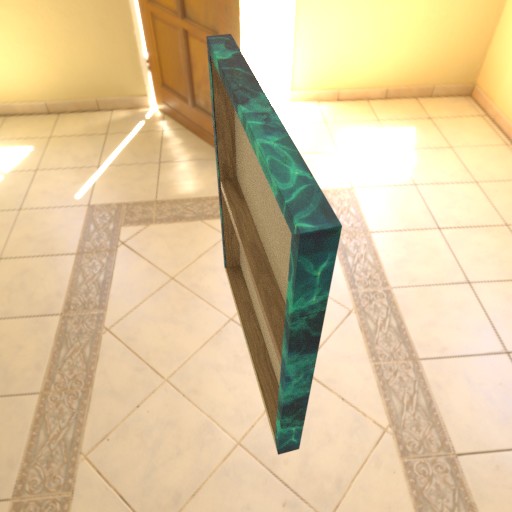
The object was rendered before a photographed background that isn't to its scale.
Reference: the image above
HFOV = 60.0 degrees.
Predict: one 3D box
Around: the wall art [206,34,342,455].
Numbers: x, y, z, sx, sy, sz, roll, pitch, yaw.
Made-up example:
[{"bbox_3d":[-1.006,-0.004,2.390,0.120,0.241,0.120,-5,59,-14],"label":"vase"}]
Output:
[{"bbox_3d":[0.000,0.000,0.696,0.038,0.508,0.432,-11,48,-10],"label":"wall art"}]
